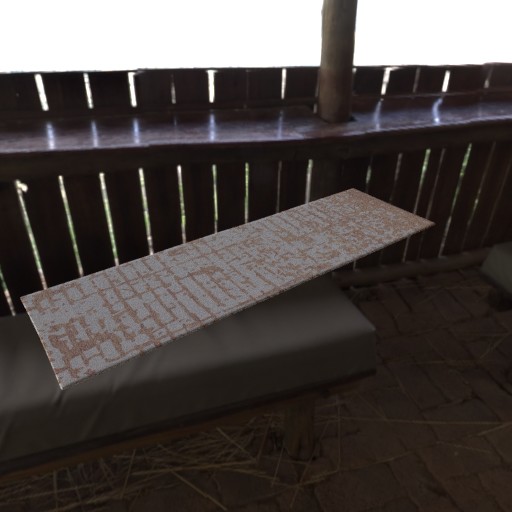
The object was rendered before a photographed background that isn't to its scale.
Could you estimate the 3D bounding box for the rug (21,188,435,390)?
[{"bbox_3d":[0.000,0.000,2.618,2.435,0.011,0.750,-21,37,-30],"label":"rug"}]
